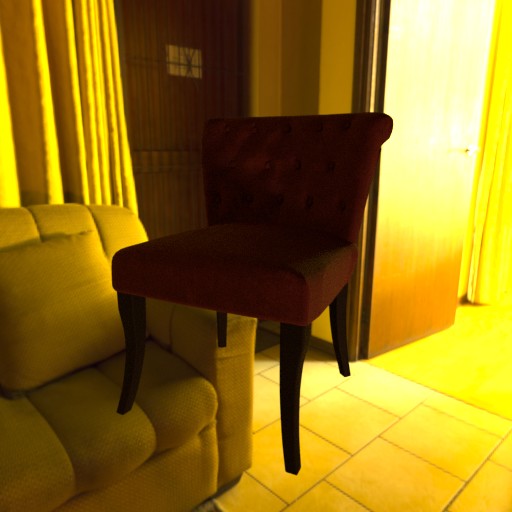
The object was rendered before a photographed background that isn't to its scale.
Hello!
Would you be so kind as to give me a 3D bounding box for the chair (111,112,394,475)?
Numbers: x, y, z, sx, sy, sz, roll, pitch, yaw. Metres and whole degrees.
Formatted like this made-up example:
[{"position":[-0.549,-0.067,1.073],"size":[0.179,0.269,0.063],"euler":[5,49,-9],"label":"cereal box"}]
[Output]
[{"position":[0.000,0.000,1.187],"size":[0.582,0.750,0.605],"euler":[7,15,26],"label":"chair"}]
